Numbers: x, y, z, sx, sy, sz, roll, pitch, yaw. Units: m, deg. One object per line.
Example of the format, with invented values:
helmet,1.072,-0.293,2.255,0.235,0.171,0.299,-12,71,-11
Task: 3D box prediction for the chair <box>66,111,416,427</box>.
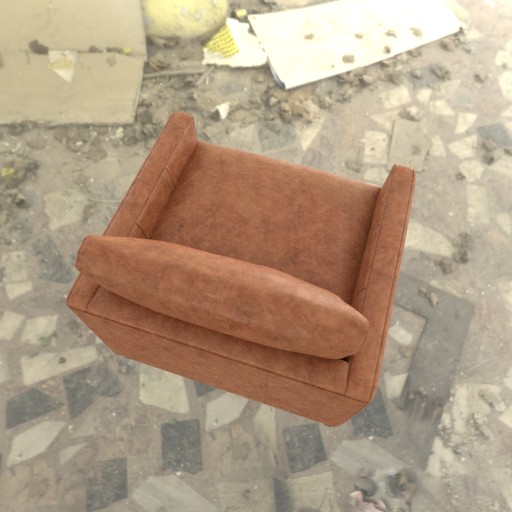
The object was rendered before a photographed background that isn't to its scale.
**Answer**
chair,0.000,0.000,1.608,0.967,0.869,0.862,16,63,8
